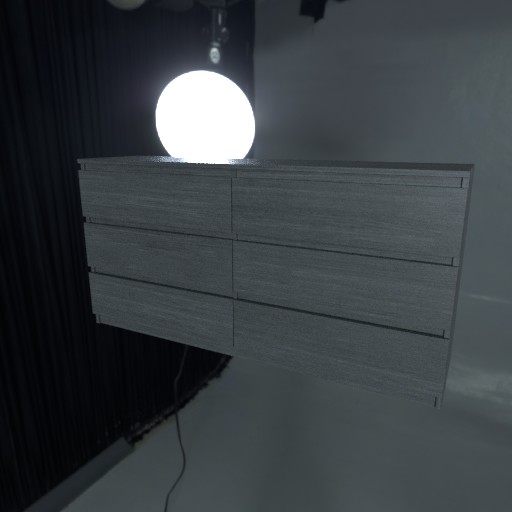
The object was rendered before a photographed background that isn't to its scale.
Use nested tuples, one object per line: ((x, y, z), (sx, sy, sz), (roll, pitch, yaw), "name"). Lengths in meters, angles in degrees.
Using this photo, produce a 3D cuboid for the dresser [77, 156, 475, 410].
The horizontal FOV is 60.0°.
((0.000, 0.000, 1.899), (1.590, 0.795, 0.400), (8, 17, 26), "dresser")
